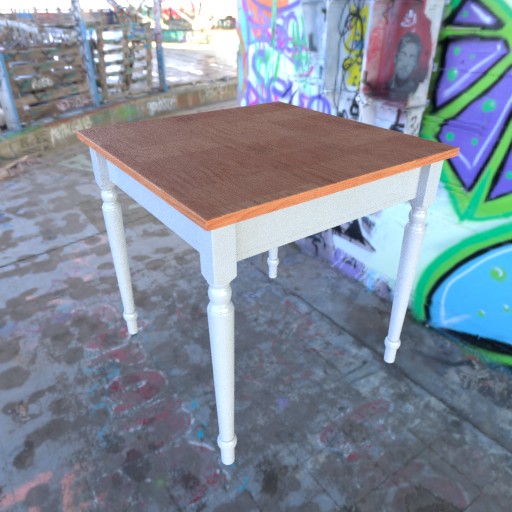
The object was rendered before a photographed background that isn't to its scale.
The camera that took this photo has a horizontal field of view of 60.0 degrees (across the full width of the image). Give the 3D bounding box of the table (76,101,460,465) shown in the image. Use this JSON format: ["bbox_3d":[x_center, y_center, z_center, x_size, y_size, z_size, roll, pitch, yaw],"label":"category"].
[{"bbox_3d":[0.000,0.000,1.390,0.747,0.738,0.747,-20,35,-30],"label":"table"}]
